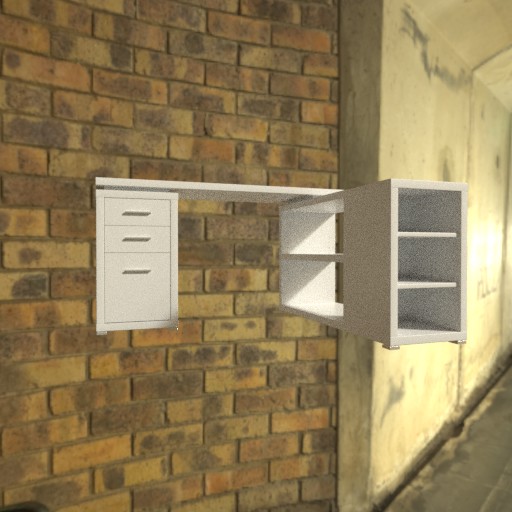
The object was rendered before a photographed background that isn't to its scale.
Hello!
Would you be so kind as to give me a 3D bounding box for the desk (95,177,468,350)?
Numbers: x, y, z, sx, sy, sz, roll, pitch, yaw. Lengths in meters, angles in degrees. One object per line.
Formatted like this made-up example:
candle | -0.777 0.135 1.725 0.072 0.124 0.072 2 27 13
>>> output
desk | 0.000 0.000 2.235 1.524 0.753 1.200 0 1 -19
